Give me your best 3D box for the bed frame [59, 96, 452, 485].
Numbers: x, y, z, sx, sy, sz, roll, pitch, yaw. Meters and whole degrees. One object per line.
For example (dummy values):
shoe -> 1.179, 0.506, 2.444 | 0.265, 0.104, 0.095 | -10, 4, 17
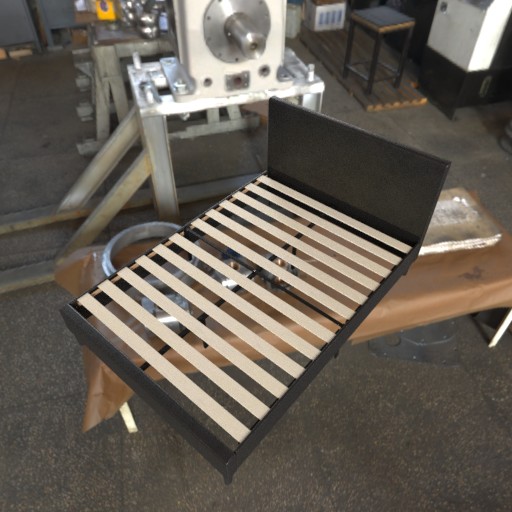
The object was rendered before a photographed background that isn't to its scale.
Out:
bed frame -> 0.000, 0.000, 2.959 | 1.469, 1.046, 2.152 | 31, 52, 28
